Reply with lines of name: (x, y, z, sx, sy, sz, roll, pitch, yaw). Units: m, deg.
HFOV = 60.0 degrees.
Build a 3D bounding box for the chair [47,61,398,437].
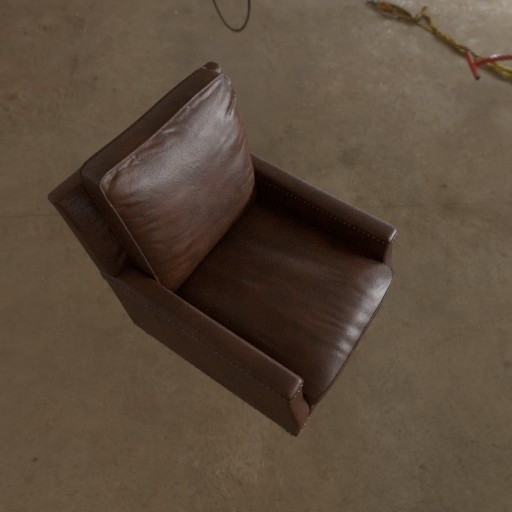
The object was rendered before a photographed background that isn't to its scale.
chair: (0.000, 0.000, 1.798, 1.035, 1.054, 0.854, 30, 62, 18)
